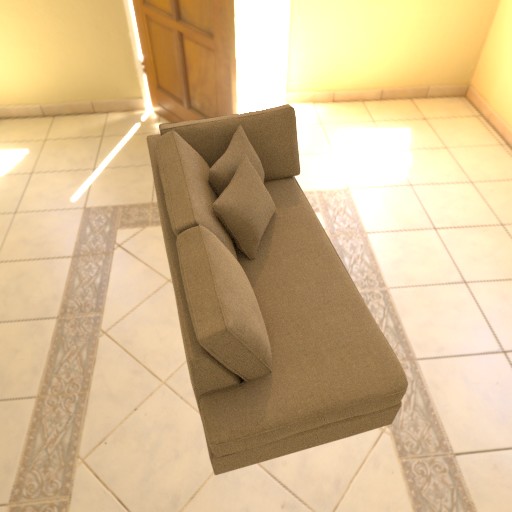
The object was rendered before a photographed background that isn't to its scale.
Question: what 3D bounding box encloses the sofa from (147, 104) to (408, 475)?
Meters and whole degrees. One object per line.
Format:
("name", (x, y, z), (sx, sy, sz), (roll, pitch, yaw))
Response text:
("sofa", (0.000, 0.000, 2.864), (1.110, 1.019, 2.238), (-11, 48, -10))
